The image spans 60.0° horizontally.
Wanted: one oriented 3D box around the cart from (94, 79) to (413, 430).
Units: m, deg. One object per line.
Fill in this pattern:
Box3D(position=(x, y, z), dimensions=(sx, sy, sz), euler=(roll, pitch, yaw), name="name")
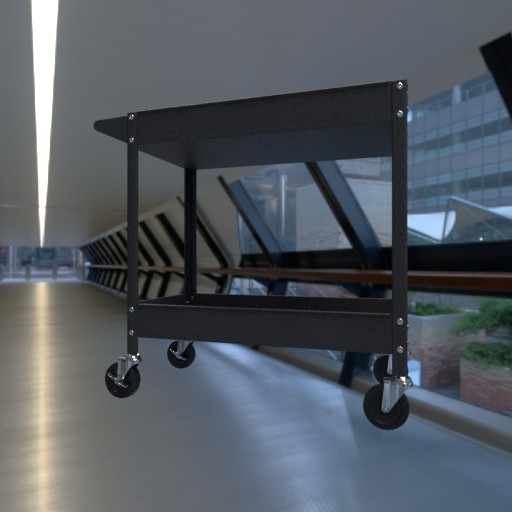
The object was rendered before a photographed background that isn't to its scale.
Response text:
Box3D(position=(0.000, 0.000, 1.173), dimensions=(0.779, 0.719, 0.366), euler=(0, 0, 19), name="cart")
